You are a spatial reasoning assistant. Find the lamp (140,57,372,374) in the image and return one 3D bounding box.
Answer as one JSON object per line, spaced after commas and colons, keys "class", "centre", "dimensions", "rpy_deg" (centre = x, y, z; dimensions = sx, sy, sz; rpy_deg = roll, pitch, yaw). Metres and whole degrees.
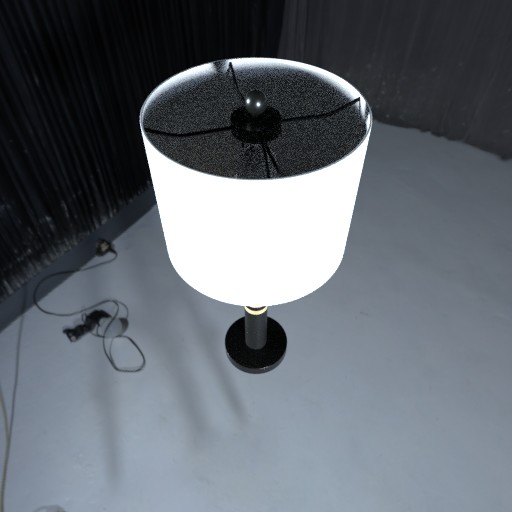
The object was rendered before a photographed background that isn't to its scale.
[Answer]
{"class": "lamp", "centre": [0.000, 0.000, 0.810], "dimensions": [0.305, 0.640, 0.305], "rpy_deg": [26, 53, 21]}
